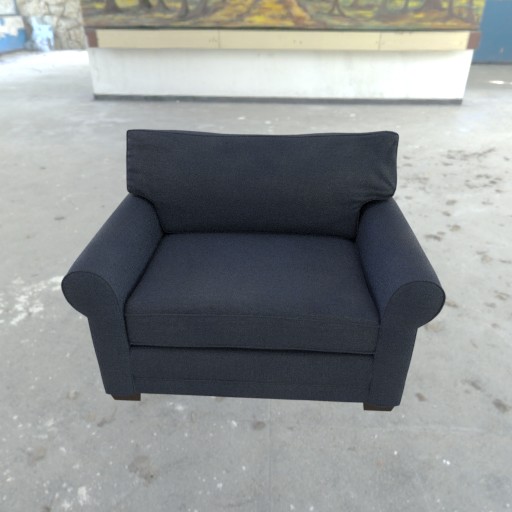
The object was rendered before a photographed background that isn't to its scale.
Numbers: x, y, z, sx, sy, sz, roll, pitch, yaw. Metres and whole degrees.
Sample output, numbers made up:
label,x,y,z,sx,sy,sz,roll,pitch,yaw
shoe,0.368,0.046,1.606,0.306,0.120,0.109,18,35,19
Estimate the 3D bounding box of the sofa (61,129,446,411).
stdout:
label,x,y,z,sx,sy,sz,roll,pitch,yaw
sofa,0.000,0.000,2.039,1.405,1.004,0.938,2,30,3
